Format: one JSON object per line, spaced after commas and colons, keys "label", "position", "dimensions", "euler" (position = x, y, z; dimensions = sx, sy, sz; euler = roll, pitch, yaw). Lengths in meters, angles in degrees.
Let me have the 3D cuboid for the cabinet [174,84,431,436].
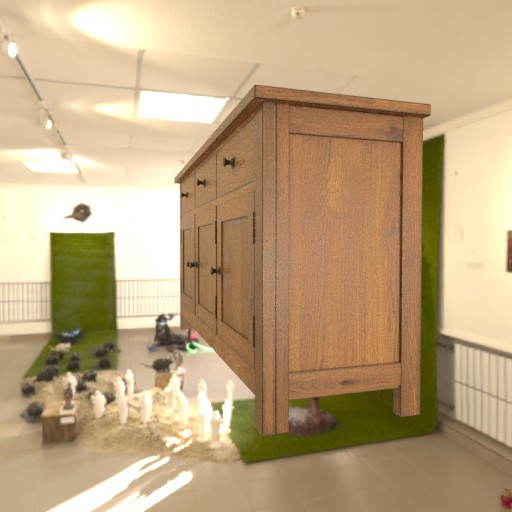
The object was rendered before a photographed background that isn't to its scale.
{"label": "cabinet", "position": [0.000, 0.000, 1.779], "dimensions": [0.480, 0.813, 1.474], "euler": [0, 2, -17]}
